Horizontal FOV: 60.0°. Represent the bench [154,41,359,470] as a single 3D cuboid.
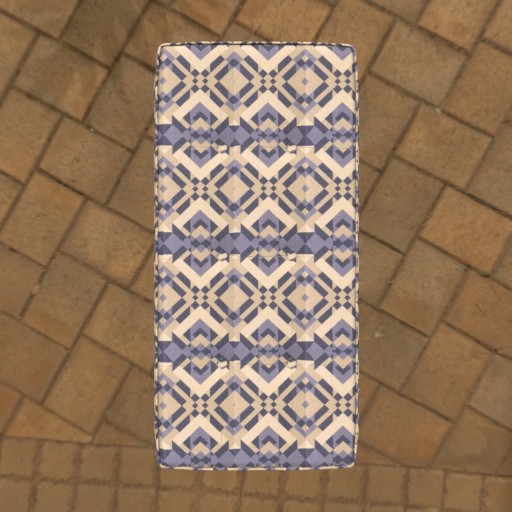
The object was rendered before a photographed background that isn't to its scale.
[{"bbox_3d":[0.000,0.000,1.262,0.492,0.477,1.016,0,90,0],"label":"bench"}]
